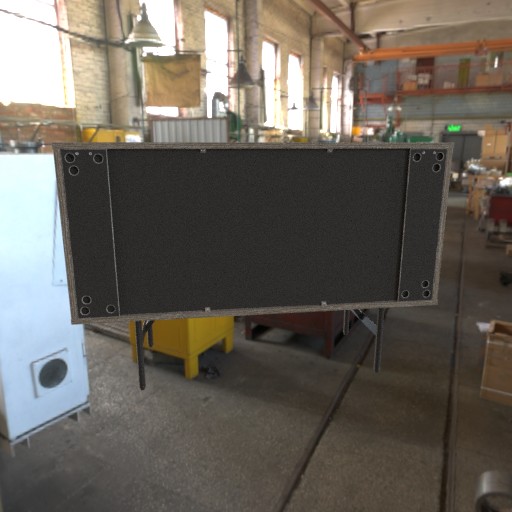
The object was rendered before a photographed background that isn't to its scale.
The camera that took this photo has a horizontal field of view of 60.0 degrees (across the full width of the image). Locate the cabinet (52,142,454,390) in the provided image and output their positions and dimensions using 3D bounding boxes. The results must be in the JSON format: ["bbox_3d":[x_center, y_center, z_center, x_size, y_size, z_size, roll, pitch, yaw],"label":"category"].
[{"bbox_3d":[0.000,0.000,1.590,1.194,0.787,0.405,-2,14,-8],"label":"cabinet"}]
